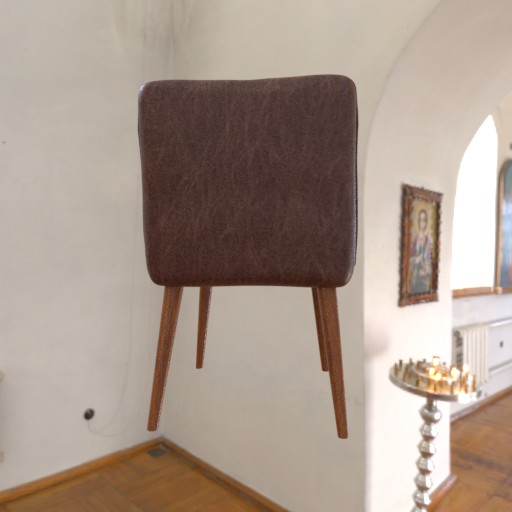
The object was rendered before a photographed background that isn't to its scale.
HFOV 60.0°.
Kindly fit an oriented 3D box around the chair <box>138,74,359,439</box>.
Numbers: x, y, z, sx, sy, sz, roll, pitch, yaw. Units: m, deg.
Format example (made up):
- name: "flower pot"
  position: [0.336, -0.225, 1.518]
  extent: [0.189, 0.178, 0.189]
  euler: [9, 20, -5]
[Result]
- name: "chair"
  position: [0.000, 0.000, 1.263]
  extent: [0.543, 0.803, 0.645]
  euler: [0, 2, 1]
